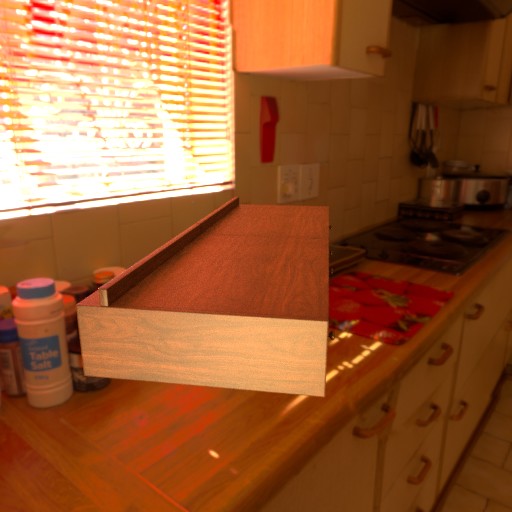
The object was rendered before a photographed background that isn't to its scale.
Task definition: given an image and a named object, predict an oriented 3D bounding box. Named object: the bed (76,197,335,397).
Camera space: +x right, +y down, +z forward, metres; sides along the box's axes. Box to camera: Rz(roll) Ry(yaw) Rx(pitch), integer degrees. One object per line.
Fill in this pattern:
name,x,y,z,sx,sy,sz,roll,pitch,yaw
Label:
bed,0.000,0.000,2.305,0.787,0.326,2.057,2,16,9
